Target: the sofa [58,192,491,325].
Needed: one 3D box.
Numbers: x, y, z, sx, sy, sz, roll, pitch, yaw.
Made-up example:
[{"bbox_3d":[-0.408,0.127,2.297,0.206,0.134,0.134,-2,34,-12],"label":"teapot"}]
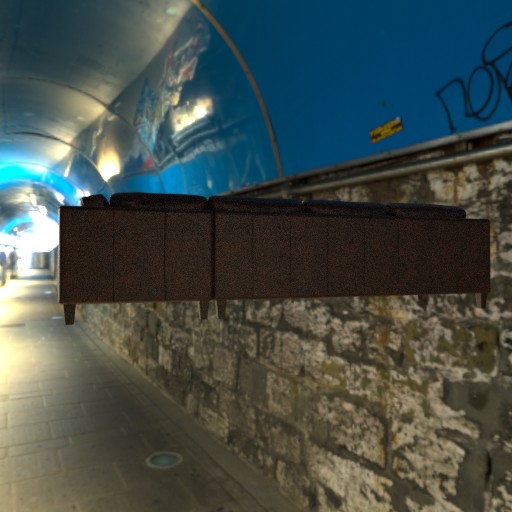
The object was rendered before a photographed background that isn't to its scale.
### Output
[{"bbox_3d":[0.000,0.000,4.192,3.152,0.836,2.438,0,0,-17],"label":"sofa"}]
